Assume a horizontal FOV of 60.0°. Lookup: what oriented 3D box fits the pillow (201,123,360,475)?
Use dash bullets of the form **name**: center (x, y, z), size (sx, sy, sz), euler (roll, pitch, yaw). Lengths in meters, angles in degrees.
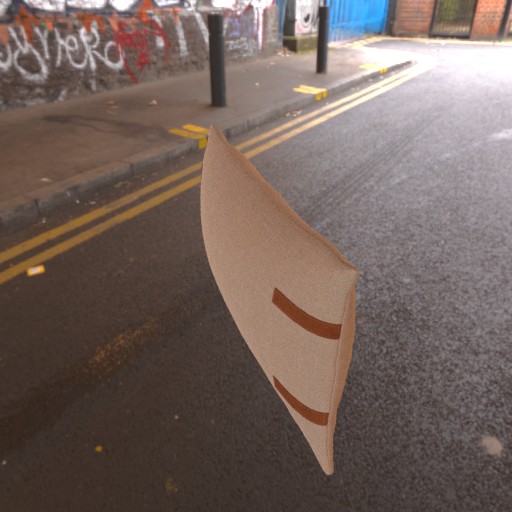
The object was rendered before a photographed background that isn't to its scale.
- **pillow**: center (0.000, 0.000, 0.735), size (0.148, 0.308, 0.612), euler (-9, 32, -15)
